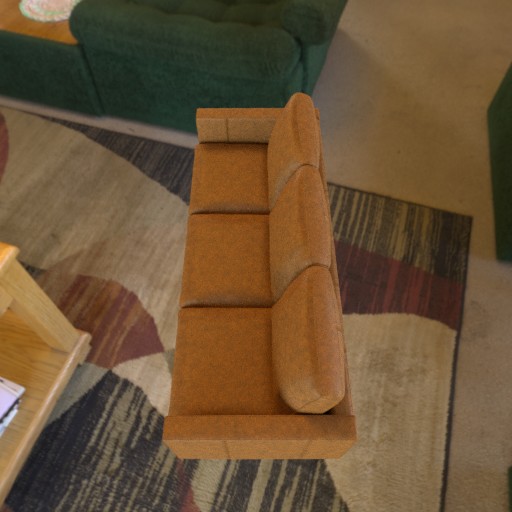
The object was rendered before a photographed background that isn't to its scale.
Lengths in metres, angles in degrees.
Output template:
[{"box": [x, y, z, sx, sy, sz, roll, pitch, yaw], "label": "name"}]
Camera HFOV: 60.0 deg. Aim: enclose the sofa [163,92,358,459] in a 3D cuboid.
[{"box": [0.000, 0.000, 2.745, 0.903, 0.930, 2.231, 0, 57, 0], "label": "sofa"}]
